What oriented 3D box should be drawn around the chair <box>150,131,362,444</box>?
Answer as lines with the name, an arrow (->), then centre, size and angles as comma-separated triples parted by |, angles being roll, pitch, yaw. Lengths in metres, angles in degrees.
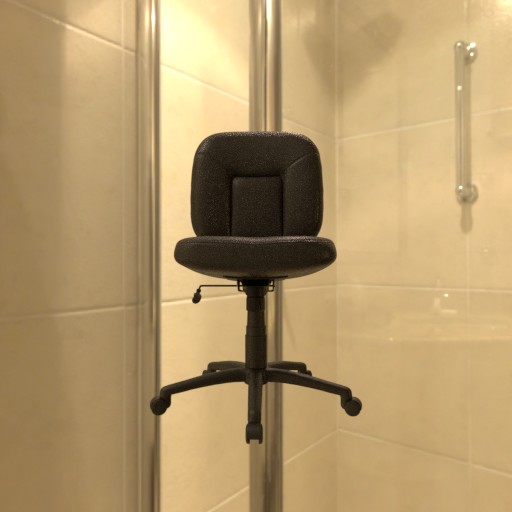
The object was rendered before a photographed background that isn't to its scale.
chair -> 0.000, 0.000, 1.431 | 0.647, 0.959, 0.646 | 0, -1, 1
